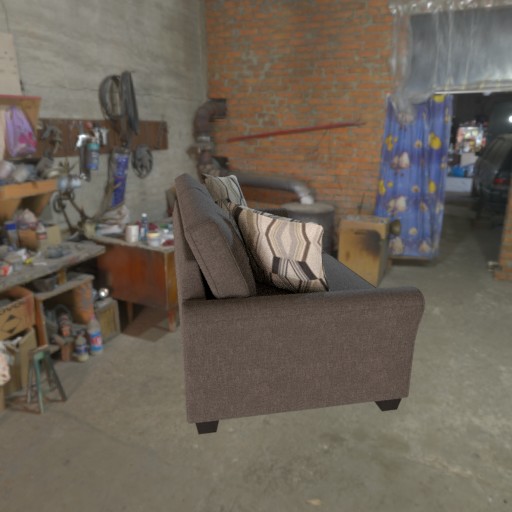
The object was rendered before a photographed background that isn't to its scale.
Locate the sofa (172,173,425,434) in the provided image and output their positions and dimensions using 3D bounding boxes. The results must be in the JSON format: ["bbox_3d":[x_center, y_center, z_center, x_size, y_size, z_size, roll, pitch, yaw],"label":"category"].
[{"bbox_3d":[0.000,0.000,2.495,0.889,0.813,2.032,-3,15,-11],"label":"sofa"}]
